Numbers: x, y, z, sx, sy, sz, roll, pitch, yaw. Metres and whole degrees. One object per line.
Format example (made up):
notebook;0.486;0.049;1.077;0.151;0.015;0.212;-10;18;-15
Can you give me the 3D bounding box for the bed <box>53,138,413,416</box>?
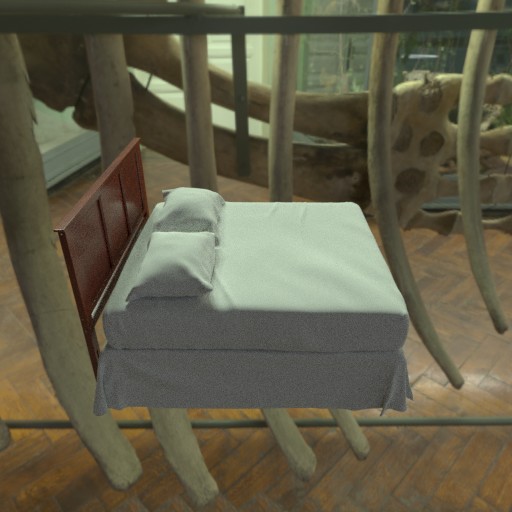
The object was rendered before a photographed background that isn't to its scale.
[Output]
bed;0.000;0.000;3.255;2.050;1.270;1.870;0;31;1
